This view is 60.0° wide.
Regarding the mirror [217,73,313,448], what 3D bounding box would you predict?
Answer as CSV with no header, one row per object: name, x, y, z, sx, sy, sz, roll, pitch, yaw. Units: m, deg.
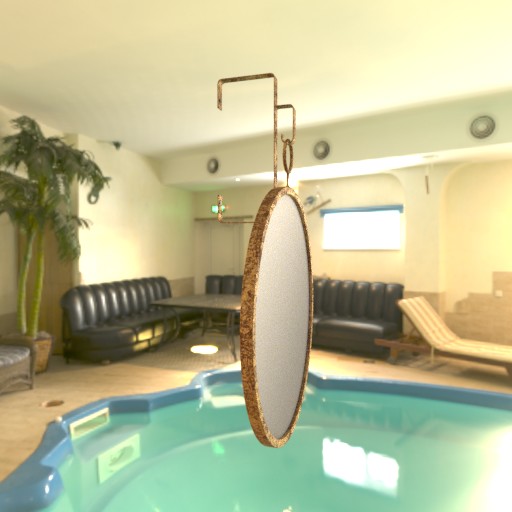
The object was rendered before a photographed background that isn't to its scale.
mirror,0.000,0.000,0.811,0.144,0.651,0.447,0,1,17
